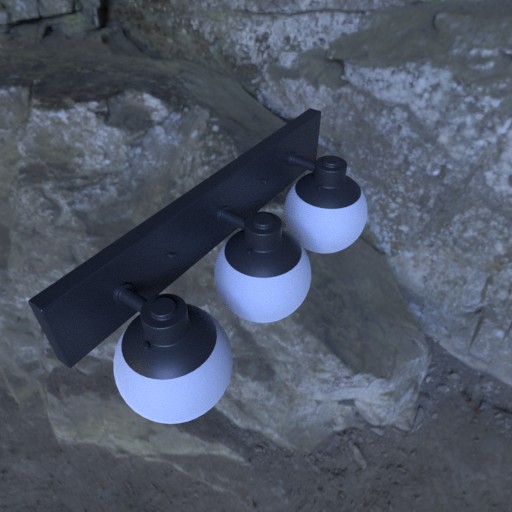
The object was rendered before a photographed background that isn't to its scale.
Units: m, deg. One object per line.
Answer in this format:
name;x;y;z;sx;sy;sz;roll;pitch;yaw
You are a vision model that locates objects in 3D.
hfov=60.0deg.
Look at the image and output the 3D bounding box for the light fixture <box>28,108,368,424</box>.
light fixture;0.000;0.000;0.836;0.218;0.263;0.721;26;49;26
